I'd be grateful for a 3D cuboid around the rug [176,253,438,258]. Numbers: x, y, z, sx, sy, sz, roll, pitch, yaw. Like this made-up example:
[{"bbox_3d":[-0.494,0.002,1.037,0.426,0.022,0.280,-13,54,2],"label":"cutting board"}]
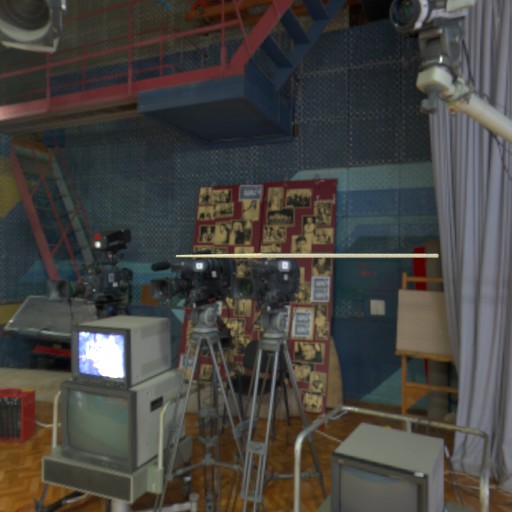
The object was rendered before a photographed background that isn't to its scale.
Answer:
[{"bbox_3d":[0.000,0.000,2.568,0.661,0.013,2.297,0,0,-17],"label":"rug"}]
